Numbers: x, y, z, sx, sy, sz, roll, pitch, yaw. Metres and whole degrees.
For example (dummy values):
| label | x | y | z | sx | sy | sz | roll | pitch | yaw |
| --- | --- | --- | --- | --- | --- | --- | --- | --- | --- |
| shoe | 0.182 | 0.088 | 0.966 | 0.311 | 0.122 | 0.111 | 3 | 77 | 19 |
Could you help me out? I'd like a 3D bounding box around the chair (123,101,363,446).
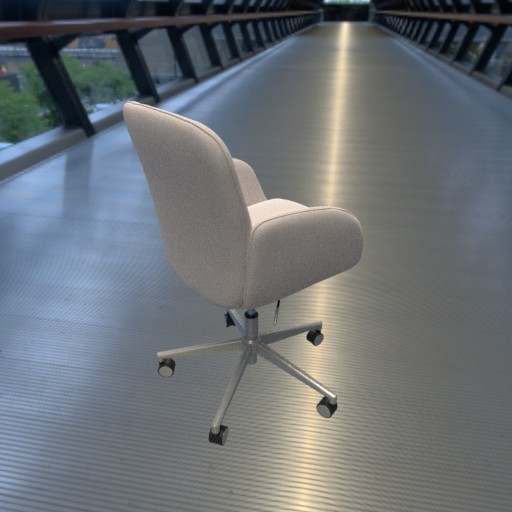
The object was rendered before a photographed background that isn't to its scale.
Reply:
| label | x | y | z | sx | sy | sz | roll | pitch | yaw |
| --- | --- | --- | --- | --- | --- | --- | --- | --- | --- |
| chair | 0.000 | 0.000 | 1.398 | 0.633 | 0.959 | 0.648 | -18 | 33 | -31 |
